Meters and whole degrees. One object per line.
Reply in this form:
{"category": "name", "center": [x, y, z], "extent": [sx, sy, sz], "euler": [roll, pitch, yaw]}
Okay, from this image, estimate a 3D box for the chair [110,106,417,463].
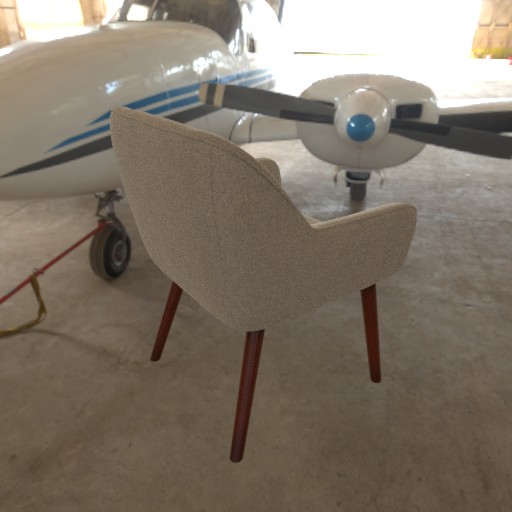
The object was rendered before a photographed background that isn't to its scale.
{"category": "chair", "center": [0.000, 0.000, 1.250], "extent": [0.610, 0.813, 0.610], "euler": [-18, 32, -32]}
